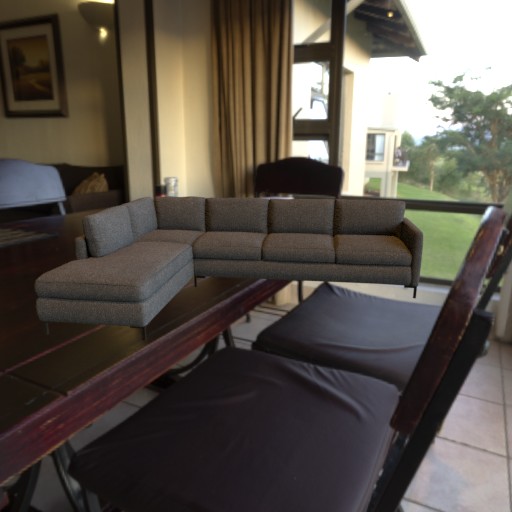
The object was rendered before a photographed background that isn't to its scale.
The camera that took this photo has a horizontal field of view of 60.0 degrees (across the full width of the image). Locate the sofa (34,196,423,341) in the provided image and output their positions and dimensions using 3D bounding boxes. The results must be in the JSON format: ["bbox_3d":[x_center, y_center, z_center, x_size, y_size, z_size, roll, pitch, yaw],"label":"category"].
[{"bbox_3d":[0.000,0.000,3.893,2.949,0.815,2.007,2,15,8],"label":"sofa"}]
